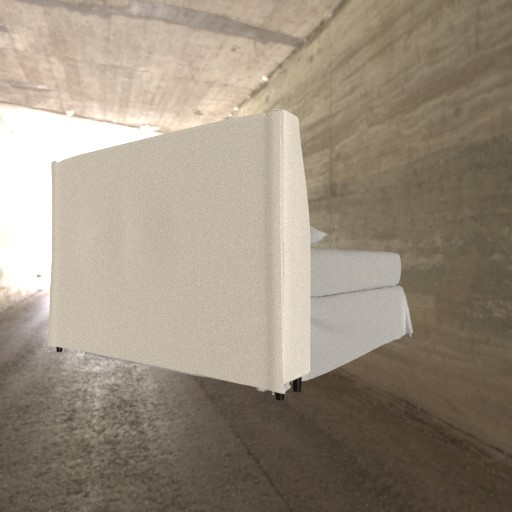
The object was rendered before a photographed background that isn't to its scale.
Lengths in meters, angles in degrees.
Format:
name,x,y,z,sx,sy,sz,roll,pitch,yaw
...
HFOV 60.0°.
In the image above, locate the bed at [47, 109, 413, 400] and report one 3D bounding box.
name,x,y,z,sx,sy,sz,roll,pitch,yaw
bed,0.000,0.000,3.422,1.925,1.332,2.276,0,-1,35
